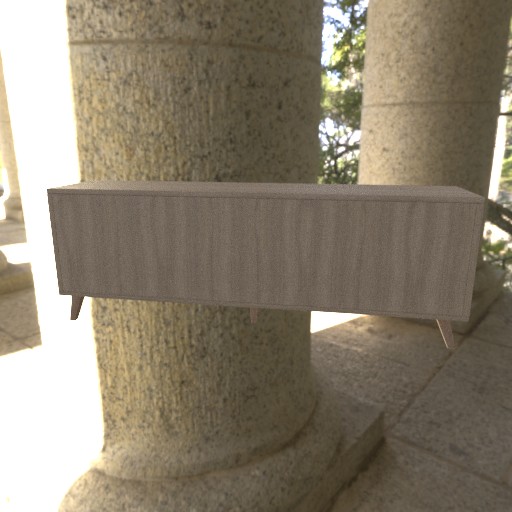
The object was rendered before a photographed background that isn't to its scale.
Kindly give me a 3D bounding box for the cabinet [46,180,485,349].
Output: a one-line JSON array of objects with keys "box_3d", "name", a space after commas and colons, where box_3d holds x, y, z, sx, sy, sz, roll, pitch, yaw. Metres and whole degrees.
[{"box_3d": [0.000, 0.000, 2.527, 2.198, 0.779, 0.499, 3, 15, 9], "name": "cabinet"}]
